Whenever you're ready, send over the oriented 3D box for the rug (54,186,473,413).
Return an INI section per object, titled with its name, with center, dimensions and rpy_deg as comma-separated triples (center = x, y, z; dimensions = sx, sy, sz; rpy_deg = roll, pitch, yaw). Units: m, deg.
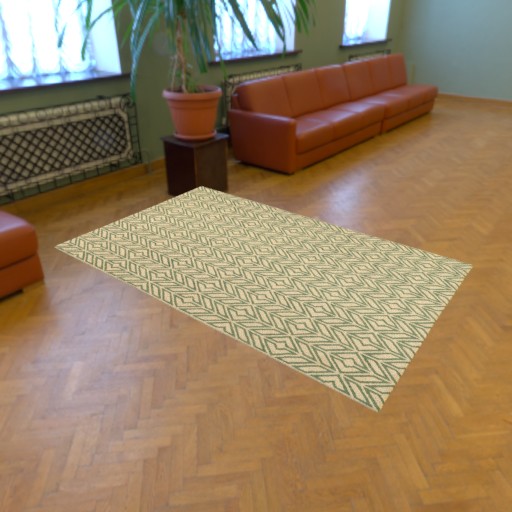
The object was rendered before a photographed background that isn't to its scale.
[rug]
center = 0.000, 0.000, 3.022
dimensions = 2.435, 0.011, 1.517
rpy_deg = 20, 35, 32
